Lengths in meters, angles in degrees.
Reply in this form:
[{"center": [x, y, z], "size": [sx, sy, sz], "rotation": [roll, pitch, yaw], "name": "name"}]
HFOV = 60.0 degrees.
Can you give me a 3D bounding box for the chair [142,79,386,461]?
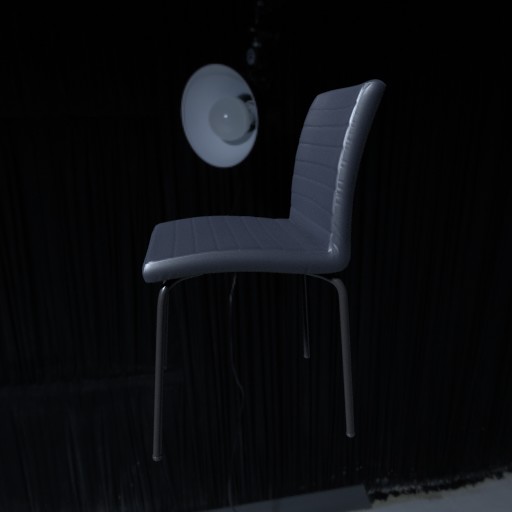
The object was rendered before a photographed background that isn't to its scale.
[{"center": [0.000, 0.000, 1.197], "size": [0.572, 0.872, 0.450], "rotation": [-3, 16, -9], "name": "chair"}]
